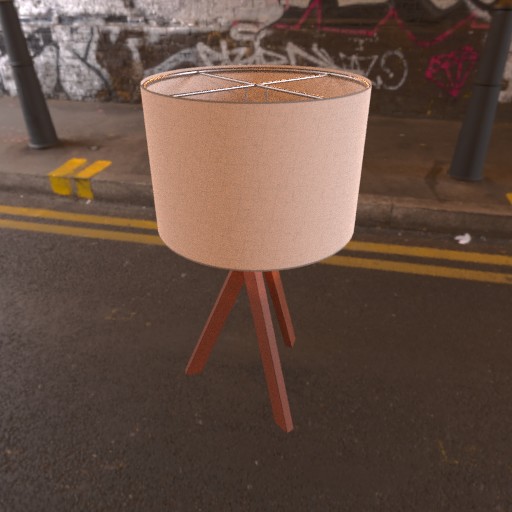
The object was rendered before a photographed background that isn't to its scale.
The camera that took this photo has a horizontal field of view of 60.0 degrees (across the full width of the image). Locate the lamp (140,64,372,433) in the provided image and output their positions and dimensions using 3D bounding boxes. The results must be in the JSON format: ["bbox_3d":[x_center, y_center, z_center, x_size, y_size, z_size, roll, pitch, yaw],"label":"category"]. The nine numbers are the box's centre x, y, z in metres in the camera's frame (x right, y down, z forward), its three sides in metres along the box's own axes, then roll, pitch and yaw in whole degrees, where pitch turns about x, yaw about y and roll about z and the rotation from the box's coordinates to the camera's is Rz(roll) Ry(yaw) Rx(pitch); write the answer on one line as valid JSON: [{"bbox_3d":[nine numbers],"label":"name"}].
[{"bbox_3d":[0.000,0.000,0.916,0.380,0.686,0.380,-22,37,-33],"label":"lamp"}]
